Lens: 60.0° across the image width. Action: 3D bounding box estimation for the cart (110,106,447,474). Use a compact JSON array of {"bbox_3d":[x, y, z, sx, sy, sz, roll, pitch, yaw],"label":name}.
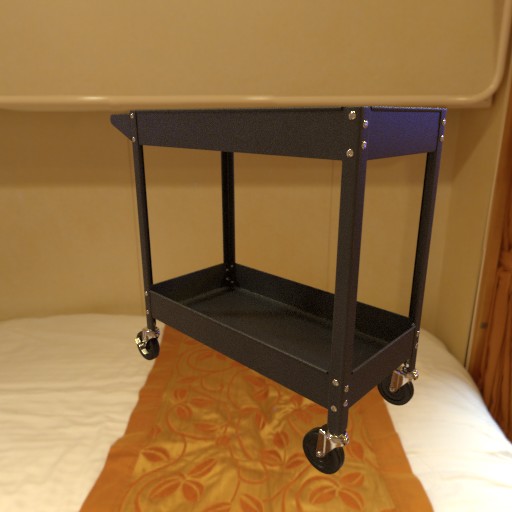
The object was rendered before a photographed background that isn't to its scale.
[{"bbox_3d":[0.000,0.000,1.146,0.779,0.719,0.366,16,24,41],"label":"cart"}]
